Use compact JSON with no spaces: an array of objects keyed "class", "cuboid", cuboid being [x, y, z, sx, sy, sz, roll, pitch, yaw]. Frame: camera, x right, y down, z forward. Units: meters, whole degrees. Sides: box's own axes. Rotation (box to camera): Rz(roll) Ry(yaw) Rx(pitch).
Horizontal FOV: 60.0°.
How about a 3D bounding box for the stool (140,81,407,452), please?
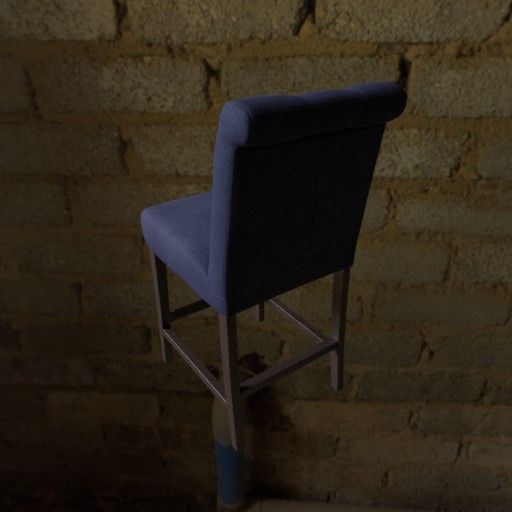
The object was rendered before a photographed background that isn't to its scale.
[{"class":"stool","cuboid":[0.000,0.000,1.337,0.493,1.010,0.601,-19,34,-30]}]
